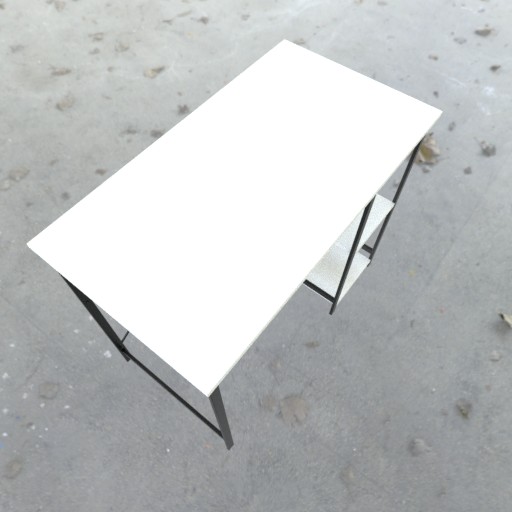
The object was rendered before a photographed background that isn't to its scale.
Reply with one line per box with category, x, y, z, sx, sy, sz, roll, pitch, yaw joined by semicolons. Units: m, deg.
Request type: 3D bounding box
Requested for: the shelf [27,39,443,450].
shelf;0.000;0.000;1.339;0.498;0.750;0.902;34;64;19
